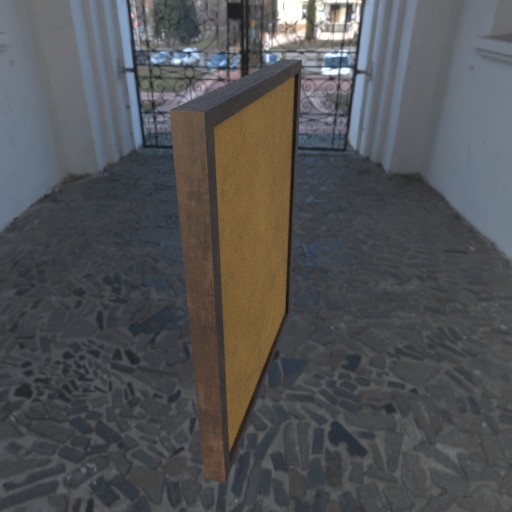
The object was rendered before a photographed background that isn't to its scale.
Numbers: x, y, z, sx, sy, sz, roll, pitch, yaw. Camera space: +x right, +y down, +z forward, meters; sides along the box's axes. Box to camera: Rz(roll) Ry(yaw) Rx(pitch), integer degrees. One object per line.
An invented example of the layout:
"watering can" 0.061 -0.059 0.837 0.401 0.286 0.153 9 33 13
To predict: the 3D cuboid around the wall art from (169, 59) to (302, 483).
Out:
"wall art" 0.000 0.000 0.538 0.027 0.406 0.329 8 31 14
